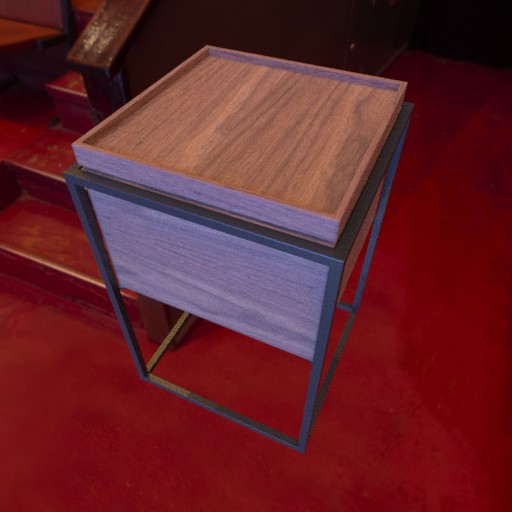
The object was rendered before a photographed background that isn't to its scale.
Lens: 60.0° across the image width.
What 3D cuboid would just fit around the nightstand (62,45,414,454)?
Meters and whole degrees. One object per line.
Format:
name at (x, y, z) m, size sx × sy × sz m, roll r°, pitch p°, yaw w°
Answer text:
nightstand at (0.000, 0.000, 0.859) m, size 0.397 × 0.607 × 0.397 m, roll 18°, pitch 49°, yaw 17°
